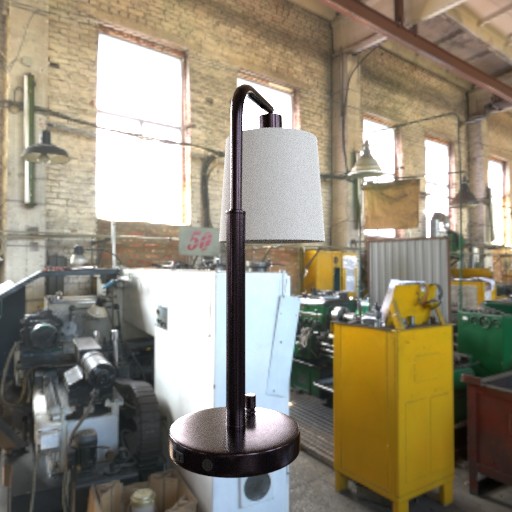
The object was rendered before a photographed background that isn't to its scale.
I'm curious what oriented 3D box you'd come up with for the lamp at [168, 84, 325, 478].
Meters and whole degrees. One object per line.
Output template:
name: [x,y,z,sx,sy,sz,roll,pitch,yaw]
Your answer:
lamp: [0.000,0.000,0.644,0.171,0.489,0.333,0,-1,19]
